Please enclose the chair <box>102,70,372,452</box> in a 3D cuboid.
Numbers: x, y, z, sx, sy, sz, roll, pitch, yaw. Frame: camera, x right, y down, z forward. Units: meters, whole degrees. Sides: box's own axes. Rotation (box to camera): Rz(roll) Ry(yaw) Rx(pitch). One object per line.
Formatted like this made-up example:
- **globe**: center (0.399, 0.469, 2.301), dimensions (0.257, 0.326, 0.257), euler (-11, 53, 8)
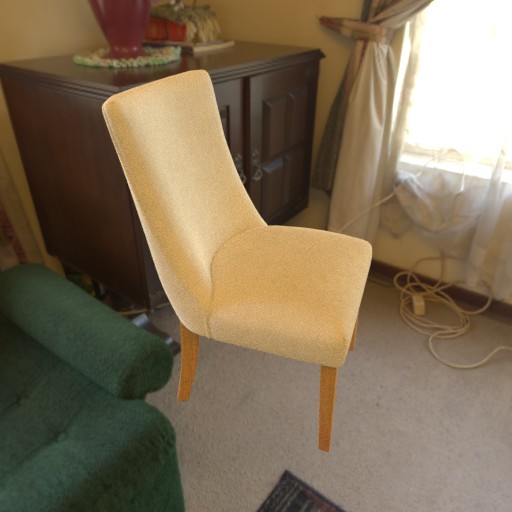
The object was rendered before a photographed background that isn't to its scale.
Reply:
- **chair**: center (0.000, 0.000, 1.253), dimensions (0.610, 0.902, 0.495), euler (10, 32, 17)
